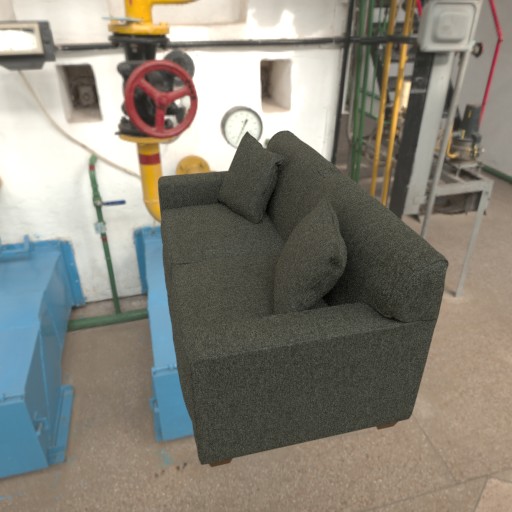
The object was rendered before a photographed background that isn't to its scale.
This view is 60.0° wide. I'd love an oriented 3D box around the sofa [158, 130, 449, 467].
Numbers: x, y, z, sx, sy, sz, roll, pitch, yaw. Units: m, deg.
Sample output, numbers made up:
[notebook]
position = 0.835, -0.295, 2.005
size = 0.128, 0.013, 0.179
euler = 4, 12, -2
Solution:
[sofa]
position = 0.000, 0.000, 2.429
size = 0.998, 0.958, 1.846
euler = -7, 31, -12
